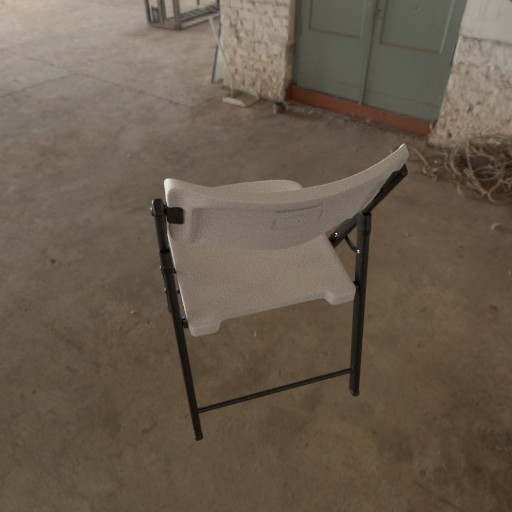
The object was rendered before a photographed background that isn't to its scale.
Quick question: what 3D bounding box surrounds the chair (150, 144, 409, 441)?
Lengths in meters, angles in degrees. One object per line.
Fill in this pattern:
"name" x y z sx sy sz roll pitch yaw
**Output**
"chair" 0.000 0.000 1.129 0.482 0.765 0.577 -11 42 -13
